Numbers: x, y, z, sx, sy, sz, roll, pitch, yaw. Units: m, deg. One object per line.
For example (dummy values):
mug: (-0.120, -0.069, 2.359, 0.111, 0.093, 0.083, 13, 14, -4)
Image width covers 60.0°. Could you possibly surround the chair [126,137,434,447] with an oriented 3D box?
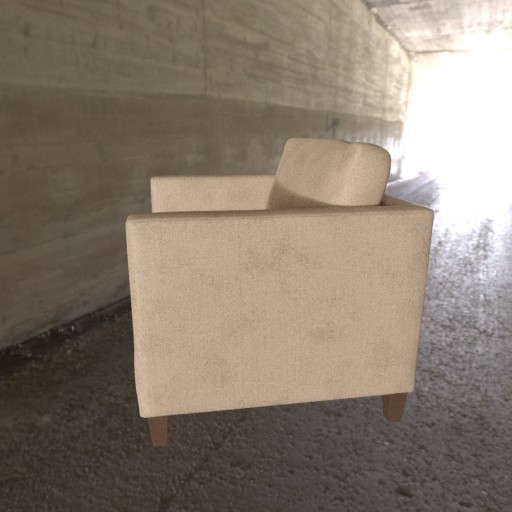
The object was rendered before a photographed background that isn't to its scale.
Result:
chair: (0.000, 0.000, 1.866, 0.959, 0.961, 1.133, -3, 17, -9)
